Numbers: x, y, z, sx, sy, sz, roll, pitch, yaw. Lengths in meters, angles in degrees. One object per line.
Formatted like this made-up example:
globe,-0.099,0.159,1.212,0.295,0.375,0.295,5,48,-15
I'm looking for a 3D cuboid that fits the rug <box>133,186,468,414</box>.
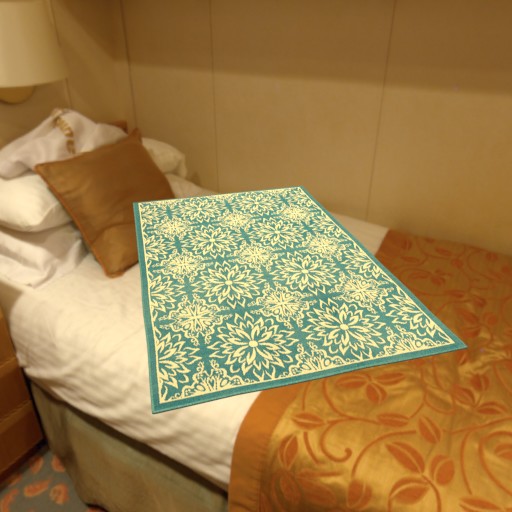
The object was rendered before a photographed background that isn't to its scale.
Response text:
rug,0.000,0.000,3.560,1.830,0.018,2.769,-8,30,-13
